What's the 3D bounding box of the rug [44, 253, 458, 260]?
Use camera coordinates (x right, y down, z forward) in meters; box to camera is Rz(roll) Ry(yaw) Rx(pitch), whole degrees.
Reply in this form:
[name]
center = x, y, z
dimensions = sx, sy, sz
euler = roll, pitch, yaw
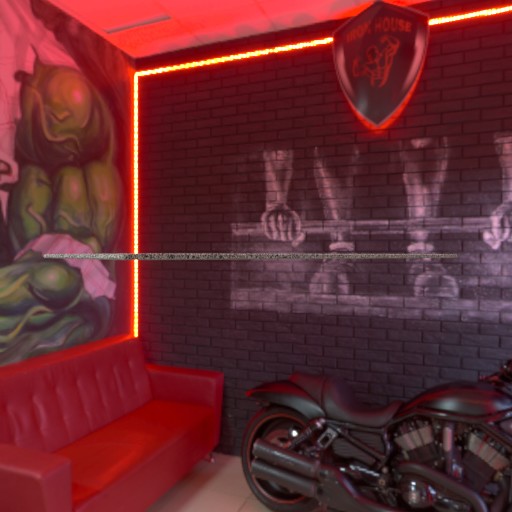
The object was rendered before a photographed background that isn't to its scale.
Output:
[rug]
center = 0.000, 0.000, 3.479
dimensions = 2.743, 0.030, 1.778
euler = 0, 0, -36
